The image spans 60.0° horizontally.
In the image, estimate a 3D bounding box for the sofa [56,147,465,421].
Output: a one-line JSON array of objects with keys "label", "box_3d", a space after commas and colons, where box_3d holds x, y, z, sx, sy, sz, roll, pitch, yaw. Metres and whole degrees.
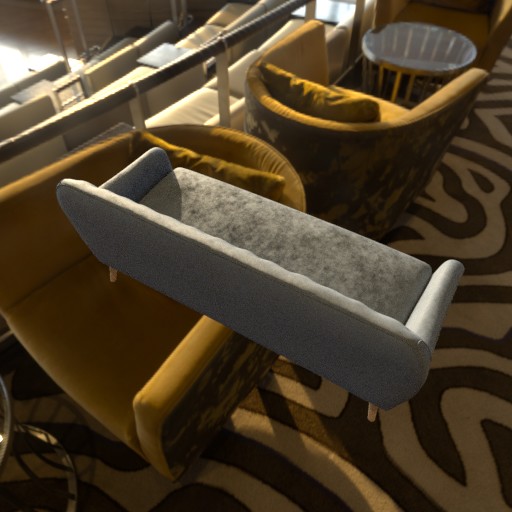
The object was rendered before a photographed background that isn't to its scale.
[{"label": "sofa", "box_3d": [0.000, 0.000, 2.405, 1.975, 0.832, 0.841, 24, 52, 20]}]
